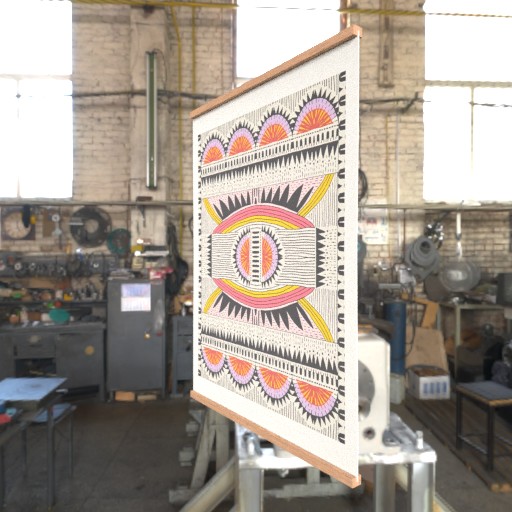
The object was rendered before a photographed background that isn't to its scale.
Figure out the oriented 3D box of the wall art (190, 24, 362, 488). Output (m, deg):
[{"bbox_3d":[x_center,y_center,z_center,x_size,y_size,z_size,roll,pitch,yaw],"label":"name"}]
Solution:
[{"bbox_3d":[0.000,0.000,1.285,0.028,1.016,0.765,0,1,-36],"label":"wall art"}]
